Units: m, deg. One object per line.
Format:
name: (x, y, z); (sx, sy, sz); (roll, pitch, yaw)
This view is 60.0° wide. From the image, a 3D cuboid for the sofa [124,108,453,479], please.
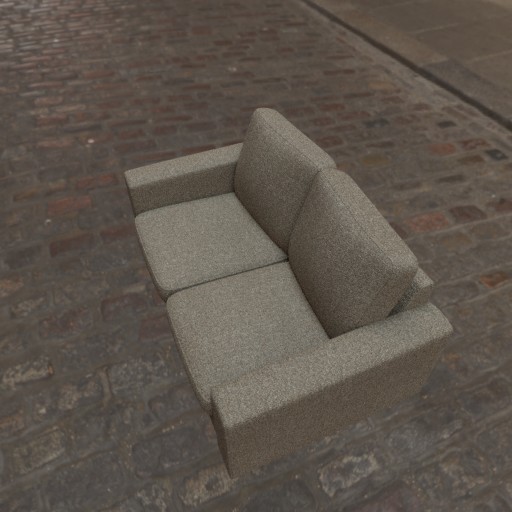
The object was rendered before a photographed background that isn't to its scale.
sofa: (0.000, 0.000, 2.209); (1.016, 0.873, 1.616); (-18, 49, -16)
